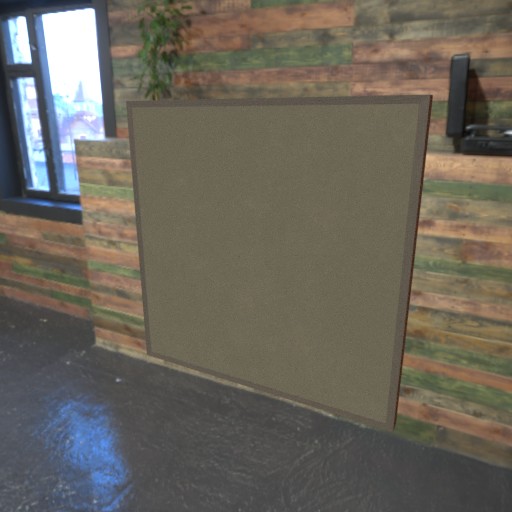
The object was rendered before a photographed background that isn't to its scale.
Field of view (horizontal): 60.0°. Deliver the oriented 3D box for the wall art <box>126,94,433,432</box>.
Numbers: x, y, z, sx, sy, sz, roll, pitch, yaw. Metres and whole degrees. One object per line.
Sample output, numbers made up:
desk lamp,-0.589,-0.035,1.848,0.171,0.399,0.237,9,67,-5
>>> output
wall art,0.000,0.000,1.132,0.761,0.758,0.038,9,20,27
